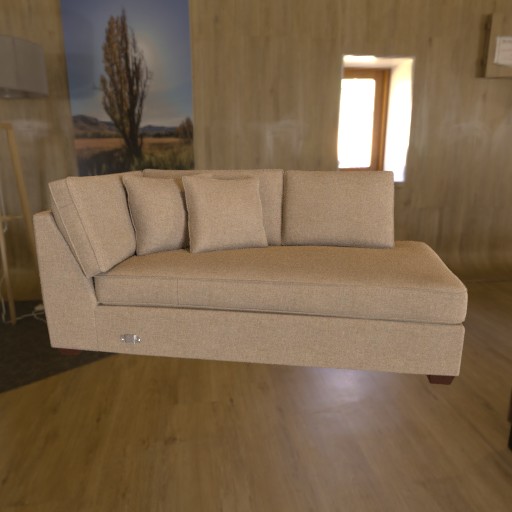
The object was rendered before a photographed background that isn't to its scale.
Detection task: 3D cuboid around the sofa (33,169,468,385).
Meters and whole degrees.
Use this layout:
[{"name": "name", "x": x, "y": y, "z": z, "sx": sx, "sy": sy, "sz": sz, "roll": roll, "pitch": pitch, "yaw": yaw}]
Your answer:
[{"name": "sofa", "x": 0.000, "y": 0.000, "z": 2.728, "sx": 2.238, "sy": 1.019, "sz": 1.110, "roll": 2, "pitch": 15, "yaw": 8}]
